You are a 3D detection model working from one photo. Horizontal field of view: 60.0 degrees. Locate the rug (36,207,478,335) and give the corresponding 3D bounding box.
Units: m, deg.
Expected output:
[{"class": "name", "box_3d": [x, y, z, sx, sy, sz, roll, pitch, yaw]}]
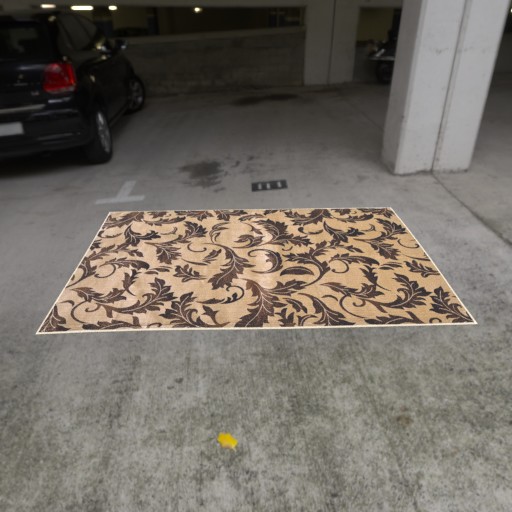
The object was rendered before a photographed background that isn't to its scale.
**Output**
[{"class": "rug", "box_3d": [0.000, 0.000, 2.929, 2.284, 0.008, 1.522, -1, 30, -2]}]
